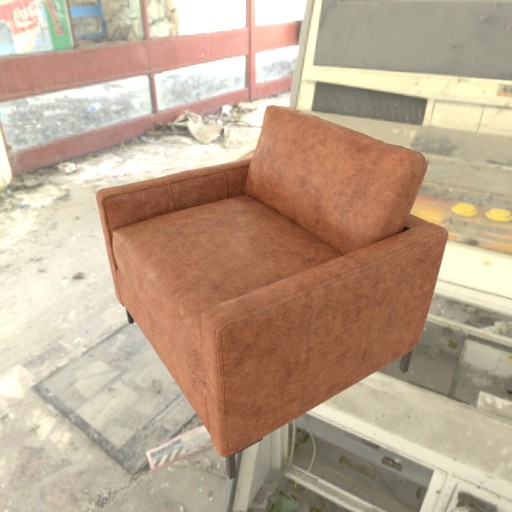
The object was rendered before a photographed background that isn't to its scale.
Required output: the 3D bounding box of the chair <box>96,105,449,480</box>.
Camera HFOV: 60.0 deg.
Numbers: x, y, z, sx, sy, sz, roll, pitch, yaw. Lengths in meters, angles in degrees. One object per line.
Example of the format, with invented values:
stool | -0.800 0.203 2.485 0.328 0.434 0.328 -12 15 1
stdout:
chair | 0.000 0.000 1.619 0.862 0.869 0.967 -19 36 -28
